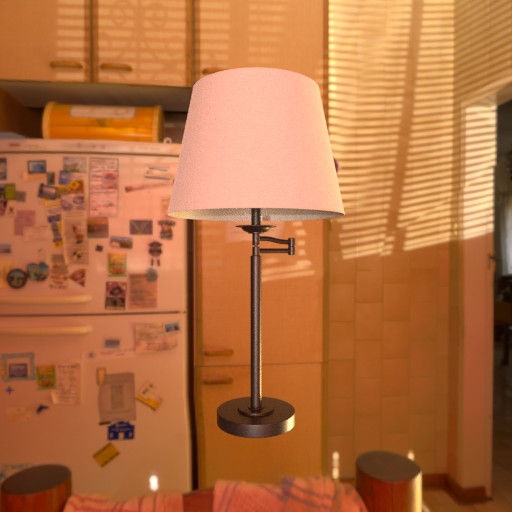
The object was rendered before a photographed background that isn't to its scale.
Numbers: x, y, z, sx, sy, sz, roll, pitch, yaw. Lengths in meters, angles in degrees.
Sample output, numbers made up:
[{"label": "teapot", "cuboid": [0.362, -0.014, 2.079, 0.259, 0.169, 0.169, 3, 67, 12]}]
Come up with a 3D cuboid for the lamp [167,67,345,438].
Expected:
[{"label": "lamp", "cuboid": [0.000, 0.000, 0.924, 0.363, 0.696, 0.363, 0, 1, 0]}]
